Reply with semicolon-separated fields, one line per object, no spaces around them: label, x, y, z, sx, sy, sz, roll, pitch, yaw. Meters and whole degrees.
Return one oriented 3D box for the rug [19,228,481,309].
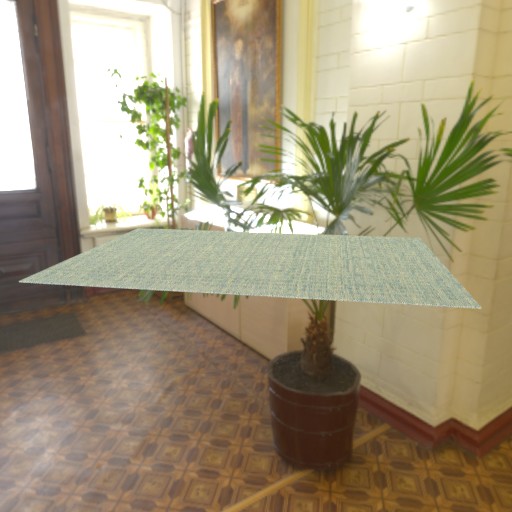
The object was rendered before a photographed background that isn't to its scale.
rug;0.000;0.000;2.197;1.752;0.006;1.142;2;15;9
